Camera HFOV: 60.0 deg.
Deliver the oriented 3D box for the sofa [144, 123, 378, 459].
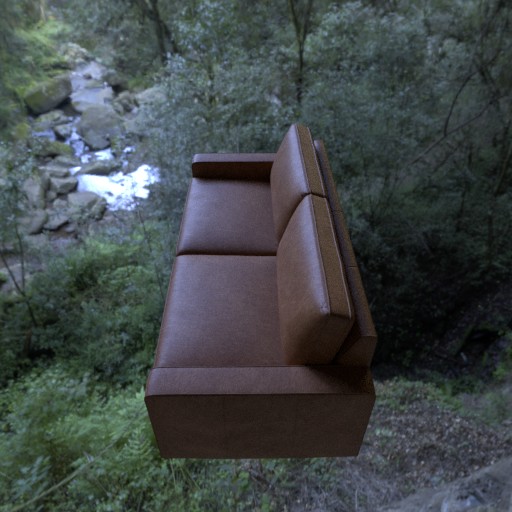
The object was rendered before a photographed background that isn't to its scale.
[{"bbox_3d":[0.000,0.000,2.707,0.991,0.928,2.156,0,41,0],"label":"sofa"}]
